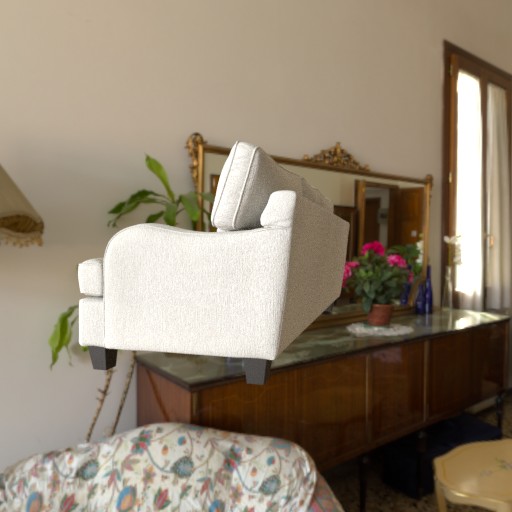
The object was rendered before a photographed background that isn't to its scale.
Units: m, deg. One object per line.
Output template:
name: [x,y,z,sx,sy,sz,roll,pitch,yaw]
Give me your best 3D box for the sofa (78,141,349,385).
sofa: [0.000,0.000,2.922,1.016,0.991,2.323,0,1,17]
